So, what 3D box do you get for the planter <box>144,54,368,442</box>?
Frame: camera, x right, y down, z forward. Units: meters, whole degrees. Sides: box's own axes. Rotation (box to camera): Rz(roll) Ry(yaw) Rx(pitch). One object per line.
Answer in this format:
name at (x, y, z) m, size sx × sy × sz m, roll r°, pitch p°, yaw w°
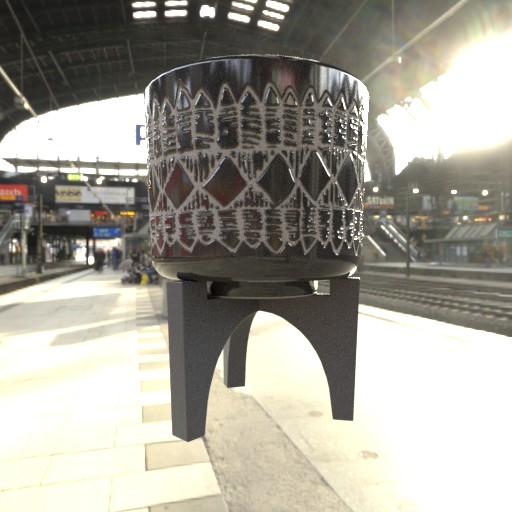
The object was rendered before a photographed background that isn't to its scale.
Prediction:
planter at (0.000, 0.000, 0.511) m, size 0.251 × 0.355 × 0.251 m, roll 0°, pitch 0°, yaw -17°
